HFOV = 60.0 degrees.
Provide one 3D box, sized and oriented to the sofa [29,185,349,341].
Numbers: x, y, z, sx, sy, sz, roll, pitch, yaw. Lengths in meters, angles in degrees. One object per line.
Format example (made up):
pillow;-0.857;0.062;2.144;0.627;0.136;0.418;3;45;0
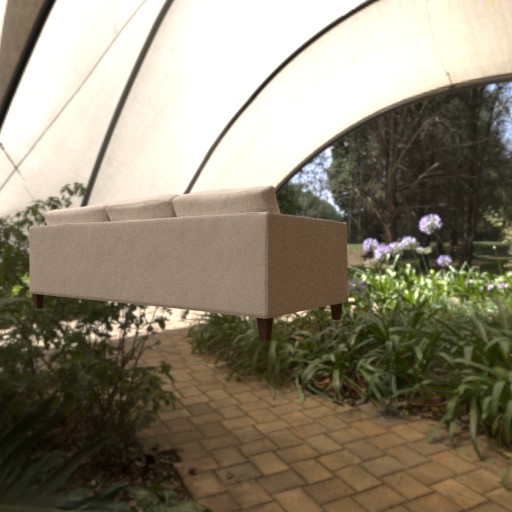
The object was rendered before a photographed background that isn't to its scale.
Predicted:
sofa;0.000;0.000;4.285;2.432;0.863;3.182;0;1;35
